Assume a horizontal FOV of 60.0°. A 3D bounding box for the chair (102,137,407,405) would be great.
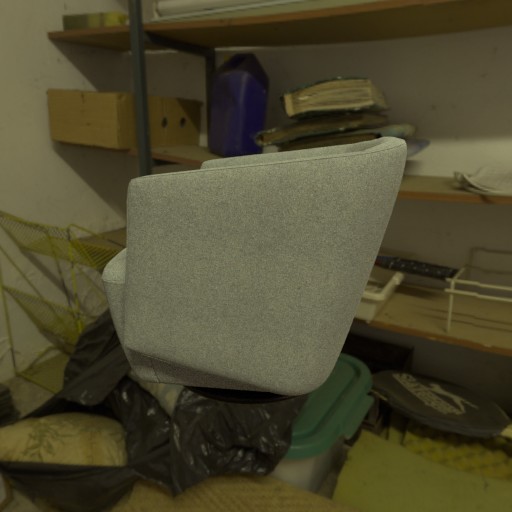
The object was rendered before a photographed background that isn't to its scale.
[{"bbox_3d":[0.000,0.000,1.656,0.986,0.861,0.822,3,16,9],"label":"chair"}]
